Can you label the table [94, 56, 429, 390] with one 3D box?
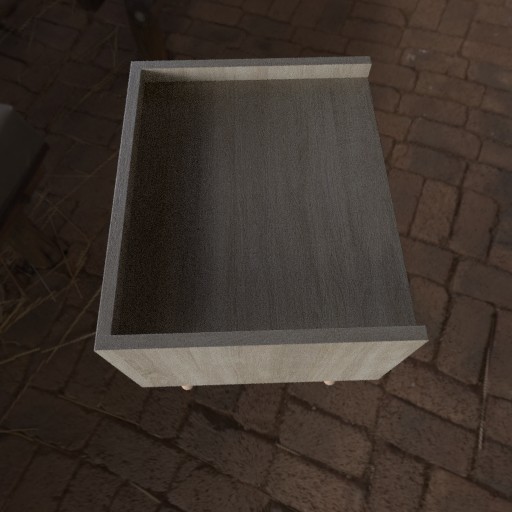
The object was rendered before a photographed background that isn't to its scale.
[{"bbox_3d":[0.000,0.000,0.799,0.370,0.470,0.450,-2,64,-1],"label":"table"}]
